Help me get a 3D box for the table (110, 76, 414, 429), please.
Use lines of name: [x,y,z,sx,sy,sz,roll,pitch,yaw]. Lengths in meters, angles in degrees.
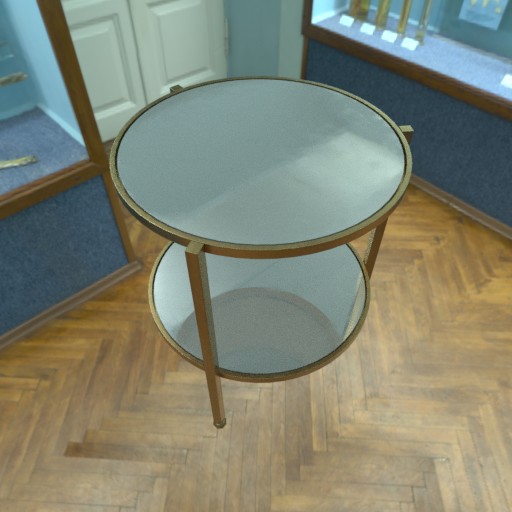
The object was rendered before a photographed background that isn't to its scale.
table: [0.000,0.000,0.449,0.231,0.269,0.243,-32,55,-26]
